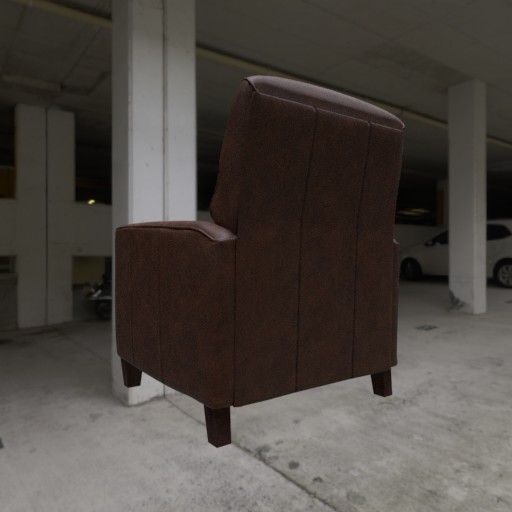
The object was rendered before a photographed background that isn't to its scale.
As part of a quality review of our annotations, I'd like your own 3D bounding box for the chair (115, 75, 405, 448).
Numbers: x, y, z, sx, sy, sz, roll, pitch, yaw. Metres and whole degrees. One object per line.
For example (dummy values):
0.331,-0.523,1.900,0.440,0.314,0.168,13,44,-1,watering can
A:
0.000,0.000,1.652,0.839,1.010,0.850,0,0,-36,chair
